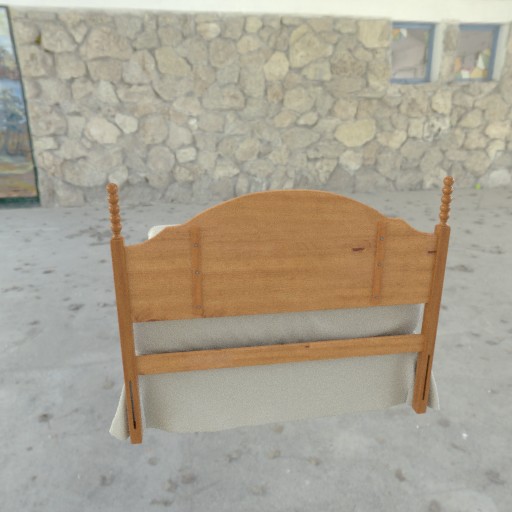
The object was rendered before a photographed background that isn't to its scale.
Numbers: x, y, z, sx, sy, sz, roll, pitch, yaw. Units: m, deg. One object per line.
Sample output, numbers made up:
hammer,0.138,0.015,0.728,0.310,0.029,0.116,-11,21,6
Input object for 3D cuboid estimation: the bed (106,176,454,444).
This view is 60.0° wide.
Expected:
bed,0.000,0.000,3.183,1.873,1.356,2.040,-3,18,-9
